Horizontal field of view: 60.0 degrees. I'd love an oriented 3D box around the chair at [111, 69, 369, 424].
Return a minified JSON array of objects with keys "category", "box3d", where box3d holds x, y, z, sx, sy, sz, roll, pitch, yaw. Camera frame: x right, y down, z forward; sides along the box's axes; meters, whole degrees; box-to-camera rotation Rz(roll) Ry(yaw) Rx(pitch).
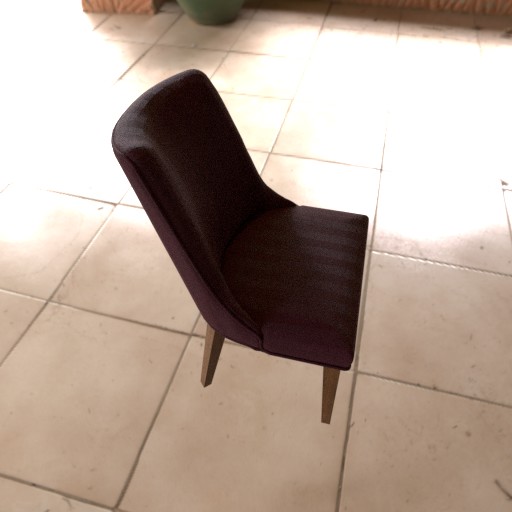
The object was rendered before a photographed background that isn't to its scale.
[{"category":"chair","box3d":[0.000,0.000,1.322,0.638,0.916,0.548,10,48,10]}]
